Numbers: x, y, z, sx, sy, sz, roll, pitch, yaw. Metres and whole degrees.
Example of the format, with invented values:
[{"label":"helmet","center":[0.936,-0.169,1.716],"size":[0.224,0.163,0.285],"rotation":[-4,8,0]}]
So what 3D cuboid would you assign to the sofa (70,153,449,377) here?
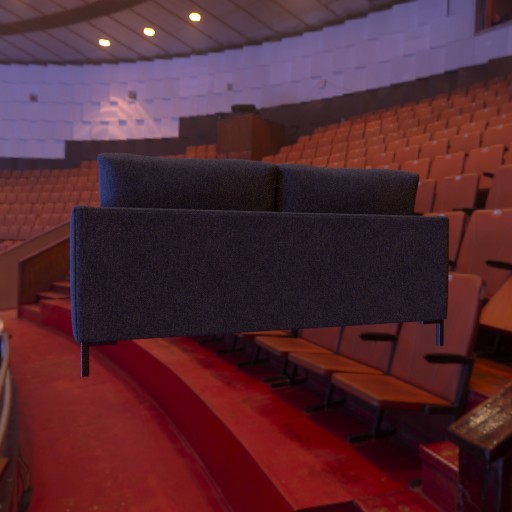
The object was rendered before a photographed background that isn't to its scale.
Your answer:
[{"label":"sofa","center":[0.000,0.000,2.270],"size":[1.716,0.862,0.866],"rotation":[0,1,-19]}]
